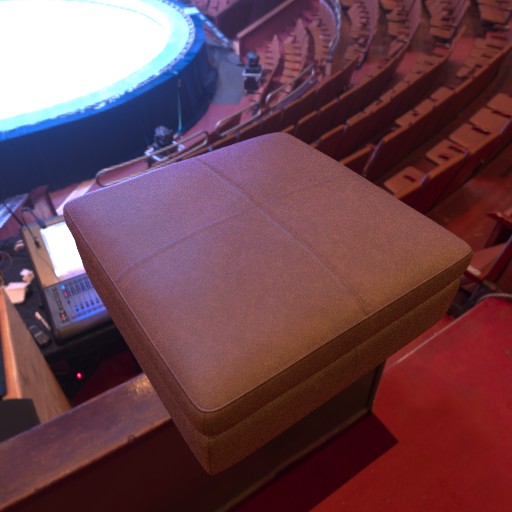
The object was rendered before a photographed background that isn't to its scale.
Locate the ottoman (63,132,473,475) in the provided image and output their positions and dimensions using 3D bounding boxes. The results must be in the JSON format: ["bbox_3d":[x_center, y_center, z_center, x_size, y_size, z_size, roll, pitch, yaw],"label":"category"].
[{"bbox_3d":[0.000,0.000,1.784,1.168,0.490,1.168,-25,48,-25],"label":"ottoman"}]
